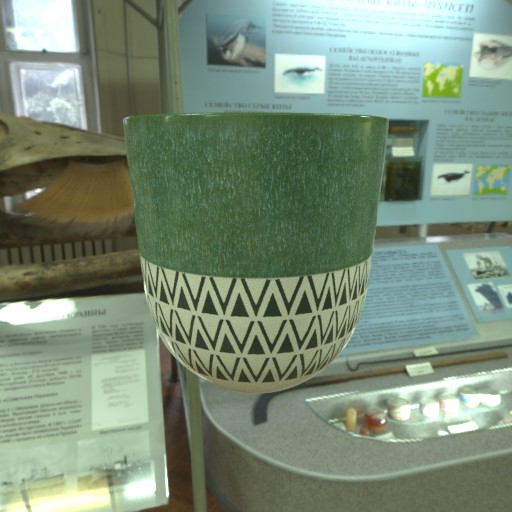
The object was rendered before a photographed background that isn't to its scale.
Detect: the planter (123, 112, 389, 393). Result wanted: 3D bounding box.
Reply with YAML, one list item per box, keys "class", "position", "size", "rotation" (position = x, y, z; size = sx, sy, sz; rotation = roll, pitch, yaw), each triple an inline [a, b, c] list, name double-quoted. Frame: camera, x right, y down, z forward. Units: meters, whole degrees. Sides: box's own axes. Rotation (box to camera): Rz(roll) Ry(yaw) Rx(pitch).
- class: "planter"
  position: [0.000, 0.000, 0.365]
  size: [0.195, 0.214, 0.195]
  rotation: [0, 15, 0]
